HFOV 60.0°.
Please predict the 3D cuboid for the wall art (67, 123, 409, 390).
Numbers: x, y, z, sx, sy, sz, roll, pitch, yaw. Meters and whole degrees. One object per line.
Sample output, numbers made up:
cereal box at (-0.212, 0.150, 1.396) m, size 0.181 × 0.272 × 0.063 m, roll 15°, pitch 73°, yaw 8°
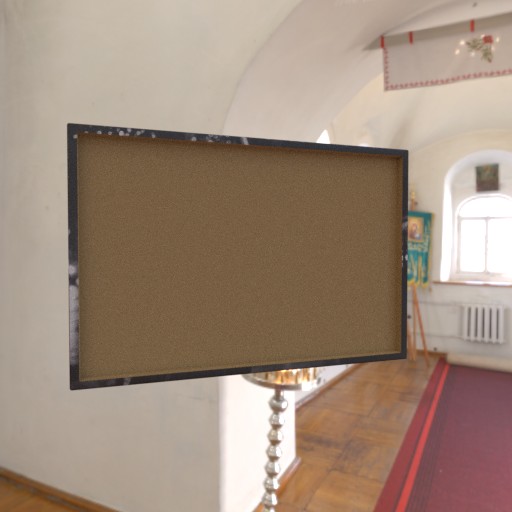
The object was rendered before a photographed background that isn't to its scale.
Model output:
wall art at (0.000, 0.000, 0.782) m, size 0.609 × 0.406 × 0.037 m, roll 0°, pitch 1°, yaw -18°
